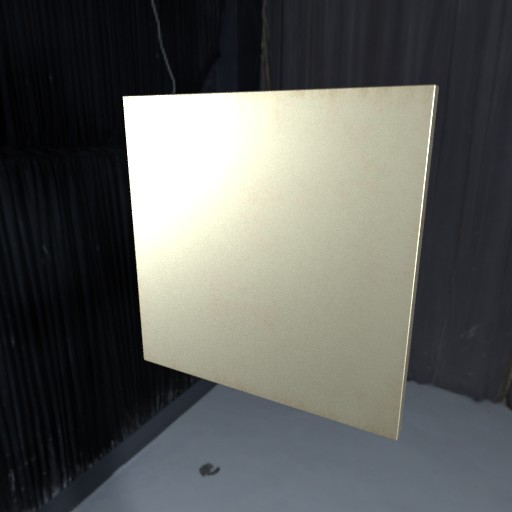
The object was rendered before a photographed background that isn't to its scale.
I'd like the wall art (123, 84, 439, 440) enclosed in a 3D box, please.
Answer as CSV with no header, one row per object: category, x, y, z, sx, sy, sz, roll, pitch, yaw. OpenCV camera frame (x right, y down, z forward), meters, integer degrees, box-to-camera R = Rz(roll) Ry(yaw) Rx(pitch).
wall art,0.000,0.000,0.727,0.503,0.506,0.030,9,19,27
